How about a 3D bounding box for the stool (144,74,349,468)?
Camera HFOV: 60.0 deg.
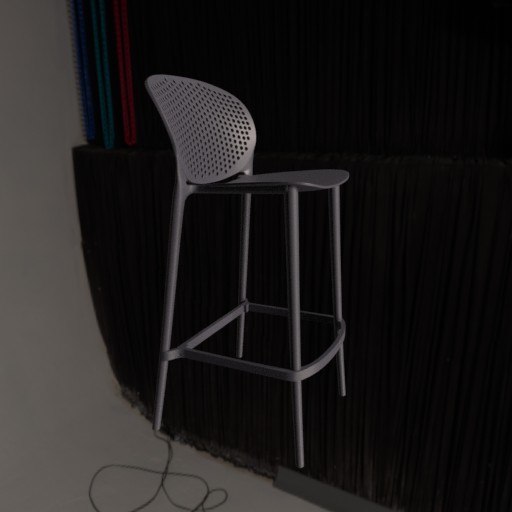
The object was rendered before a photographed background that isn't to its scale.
[{"bbox_3d":[0.000,0.000,1.352,0.535,1.045,0.536,8,18,27],"label":"stool"}]
